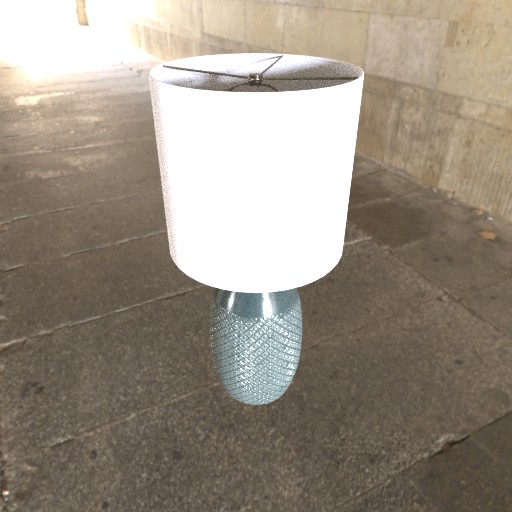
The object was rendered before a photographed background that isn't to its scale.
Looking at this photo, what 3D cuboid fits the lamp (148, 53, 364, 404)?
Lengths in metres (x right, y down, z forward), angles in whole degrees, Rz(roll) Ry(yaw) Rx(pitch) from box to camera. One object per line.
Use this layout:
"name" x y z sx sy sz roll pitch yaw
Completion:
"lamp" 0.000 0.000 0.575 0.217 0.453 0.217 10 34 15
